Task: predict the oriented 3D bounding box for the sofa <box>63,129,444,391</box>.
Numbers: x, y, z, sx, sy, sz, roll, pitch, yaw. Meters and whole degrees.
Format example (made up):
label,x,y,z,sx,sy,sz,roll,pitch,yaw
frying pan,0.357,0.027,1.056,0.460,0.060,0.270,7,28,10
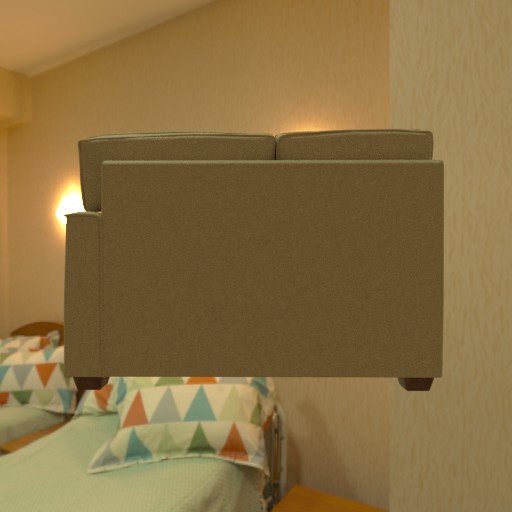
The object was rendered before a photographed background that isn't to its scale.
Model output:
label,x,y,z,sx,sy,sz,roll,pitch,yaw
sofa,0.000,0.000,2.054,1.388,0.989,0.991,0,0,1
